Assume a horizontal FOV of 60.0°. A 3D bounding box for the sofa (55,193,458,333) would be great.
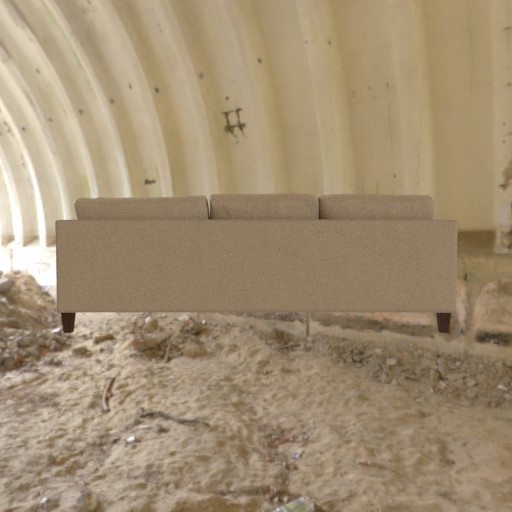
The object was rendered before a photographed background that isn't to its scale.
[{"bbox_3d":[0.000,0.000,4.226,2.432,0.863,3.182,0,1,0],"label":"sofa"}]
